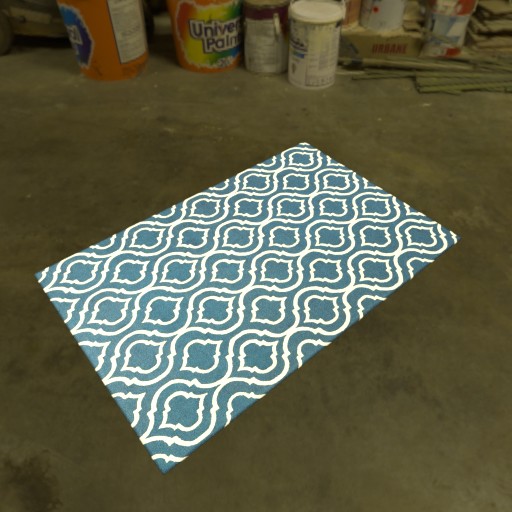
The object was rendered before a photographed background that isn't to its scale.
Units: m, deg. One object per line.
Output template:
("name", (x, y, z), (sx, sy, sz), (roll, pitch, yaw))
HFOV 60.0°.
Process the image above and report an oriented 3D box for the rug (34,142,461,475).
("rug", (0.000, 0.000, 2.155), (1.753, 0.010, 1.143), (-31, 54, -26))
